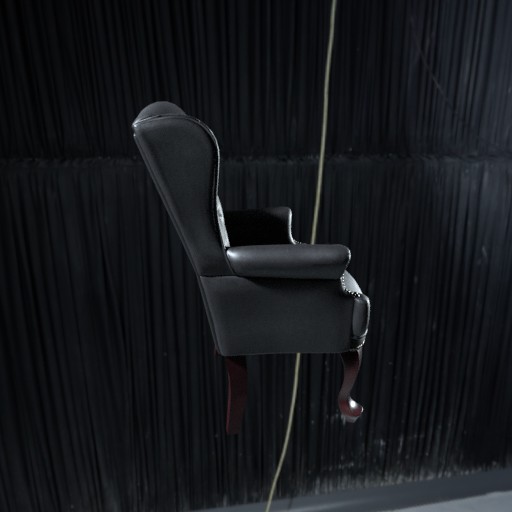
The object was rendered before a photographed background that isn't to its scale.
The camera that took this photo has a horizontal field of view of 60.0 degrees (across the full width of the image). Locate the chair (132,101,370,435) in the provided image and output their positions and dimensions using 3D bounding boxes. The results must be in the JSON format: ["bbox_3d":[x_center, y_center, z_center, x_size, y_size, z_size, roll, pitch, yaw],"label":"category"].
[{"bbox_3d":[0.000,0.000,1.730,0.822,1.133,0.831,-3,16,-9],"label":"chair"}]
